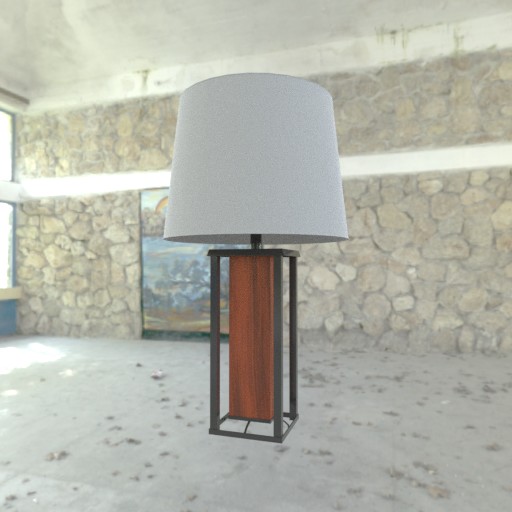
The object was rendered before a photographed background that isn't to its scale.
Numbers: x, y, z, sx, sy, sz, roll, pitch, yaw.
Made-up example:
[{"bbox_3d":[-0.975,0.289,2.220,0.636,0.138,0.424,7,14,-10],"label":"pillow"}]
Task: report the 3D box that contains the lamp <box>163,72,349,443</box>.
[{"bbox_3d":[0.000,0.000,0.777,0.320,0.591,0.320,0,-1,0],"label":"lamp"}]
